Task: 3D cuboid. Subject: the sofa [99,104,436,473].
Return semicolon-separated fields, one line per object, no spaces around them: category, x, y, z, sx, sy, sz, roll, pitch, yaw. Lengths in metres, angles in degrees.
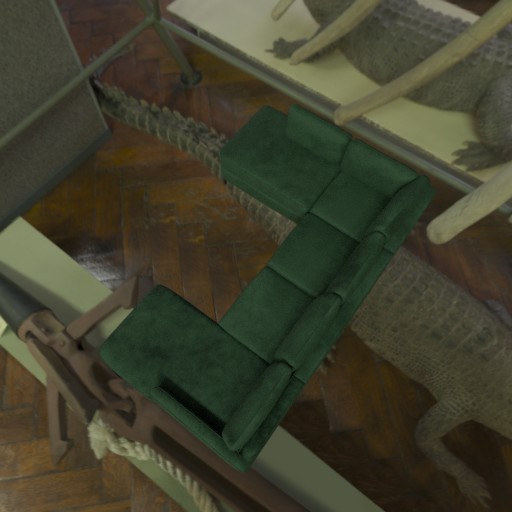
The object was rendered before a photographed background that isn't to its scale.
sofa;0.000;0.000;3.987;1.992;0.861;2.994;34;69;15
